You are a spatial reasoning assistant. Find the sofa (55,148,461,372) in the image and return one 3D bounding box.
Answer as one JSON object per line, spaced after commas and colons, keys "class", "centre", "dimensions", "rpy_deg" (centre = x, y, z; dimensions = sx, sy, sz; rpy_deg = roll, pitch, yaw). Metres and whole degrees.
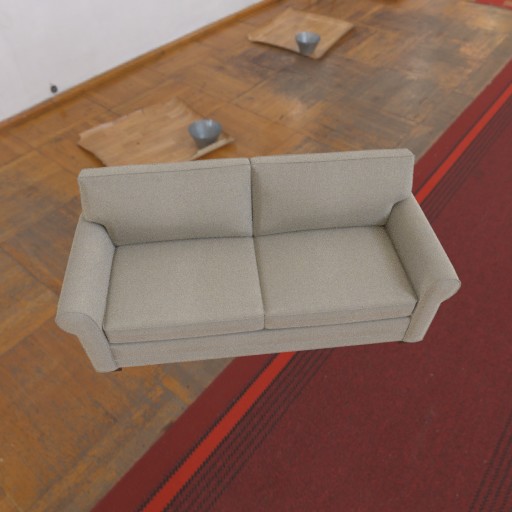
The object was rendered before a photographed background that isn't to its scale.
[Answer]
{"class": "sofa", "centre": [0.000, 0.000, 2.686], "dimensions": [2.146, 0.962, 0.901], "rpy_deg": [-5, 47, -4]}
